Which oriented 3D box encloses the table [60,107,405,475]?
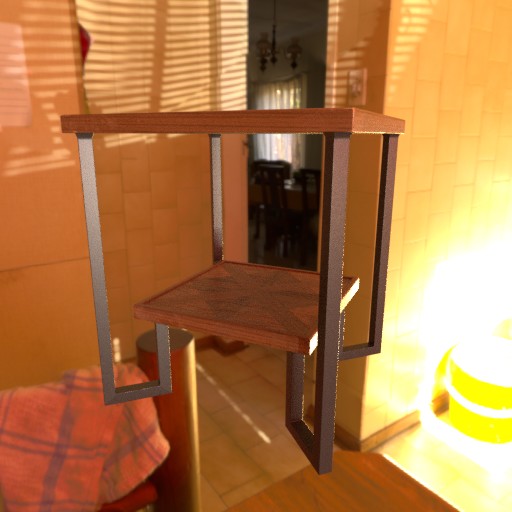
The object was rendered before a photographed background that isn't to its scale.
[{"bbox_3d":[0.000,0.000,0.944,0.503,0.563,0.503,7,17,24],"label":"table"}]
